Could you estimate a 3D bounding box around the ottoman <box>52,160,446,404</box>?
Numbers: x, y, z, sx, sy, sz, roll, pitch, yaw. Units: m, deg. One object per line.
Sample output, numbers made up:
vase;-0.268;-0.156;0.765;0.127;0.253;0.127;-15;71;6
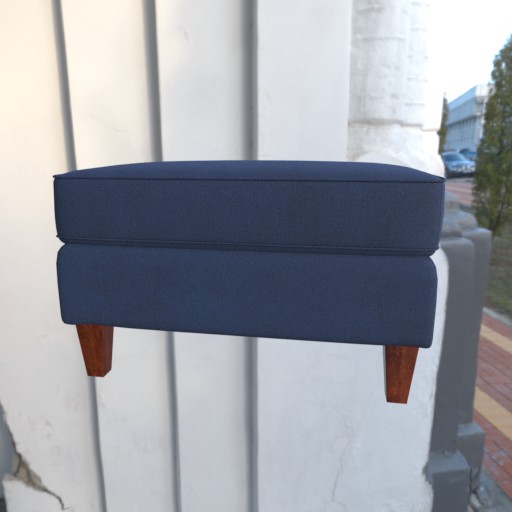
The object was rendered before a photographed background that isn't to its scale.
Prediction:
ottoman;0.000;0.000;1.389;0.965;0.584;0.686;2;14;9
